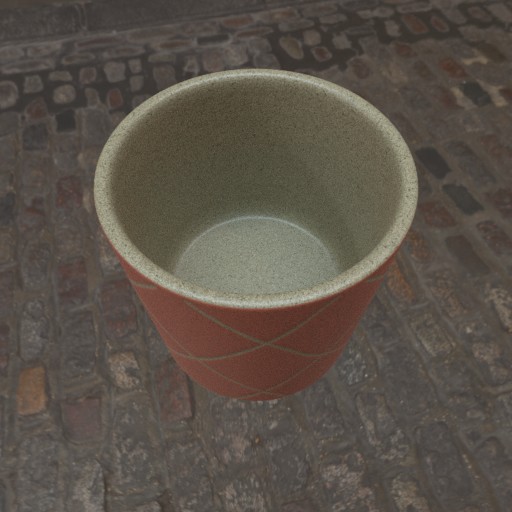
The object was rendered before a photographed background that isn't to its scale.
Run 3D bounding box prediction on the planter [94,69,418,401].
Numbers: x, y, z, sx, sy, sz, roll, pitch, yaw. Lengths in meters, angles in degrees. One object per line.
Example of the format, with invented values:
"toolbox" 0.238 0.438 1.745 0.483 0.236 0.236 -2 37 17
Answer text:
"planter" 0.000 0.000 0.347 0.191 0.200 0.191 0 57 0
